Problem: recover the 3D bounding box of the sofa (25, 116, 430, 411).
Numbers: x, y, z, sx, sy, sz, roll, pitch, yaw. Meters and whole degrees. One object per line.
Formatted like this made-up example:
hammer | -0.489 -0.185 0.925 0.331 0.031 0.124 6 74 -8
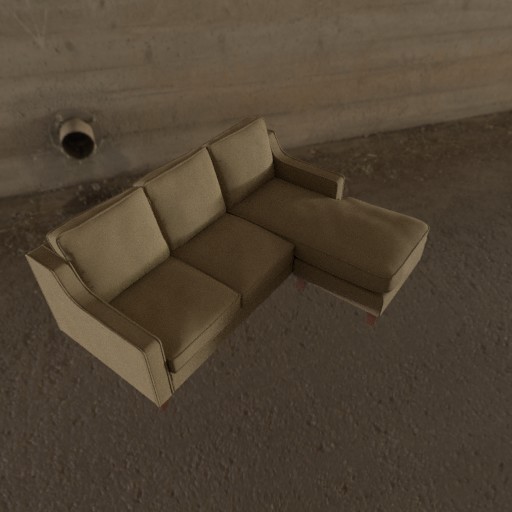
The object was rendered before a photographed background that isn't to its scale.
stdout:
sofa | 0.000 0.000 3.246 1.858 1.066 2.317 26 48 27
